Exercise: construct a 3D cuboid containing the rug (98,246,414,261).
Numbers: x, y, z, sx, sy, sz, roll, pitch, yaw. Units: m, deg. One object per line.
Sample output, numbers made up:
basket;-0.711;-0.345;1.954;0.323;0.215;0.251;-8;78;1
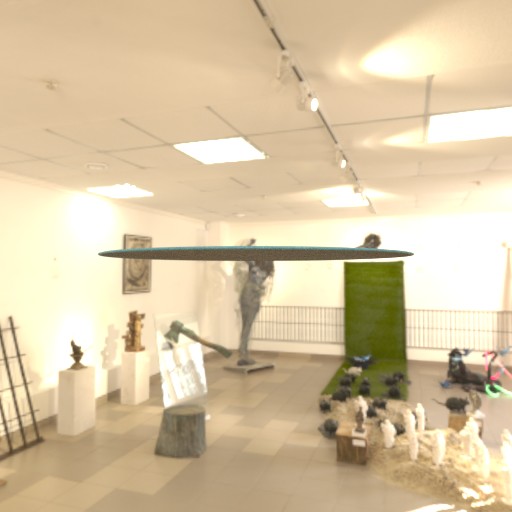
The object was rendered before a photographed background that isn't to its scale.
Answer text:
rug;0.000;0.000;2.368;1.593;0.012;1.593;0;-2;0
